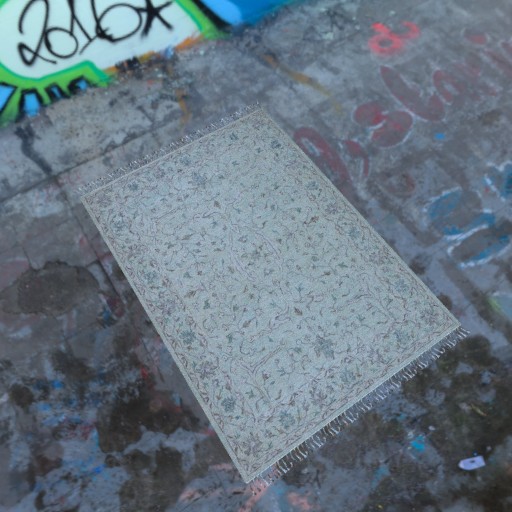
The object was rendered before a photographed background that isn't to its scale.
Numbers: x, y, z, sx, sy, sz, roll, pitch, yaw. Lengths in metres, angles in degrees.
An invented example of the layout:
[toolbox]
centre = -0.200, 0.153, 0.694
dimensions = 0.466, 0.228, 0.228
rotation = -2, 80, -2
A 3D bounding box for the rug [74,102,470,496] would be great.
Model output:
[rug]
centre = 0.000, 0.000, 2.275
dimensions = 1.247, 0.008, 1.802
rotation = -30, 67, -15
